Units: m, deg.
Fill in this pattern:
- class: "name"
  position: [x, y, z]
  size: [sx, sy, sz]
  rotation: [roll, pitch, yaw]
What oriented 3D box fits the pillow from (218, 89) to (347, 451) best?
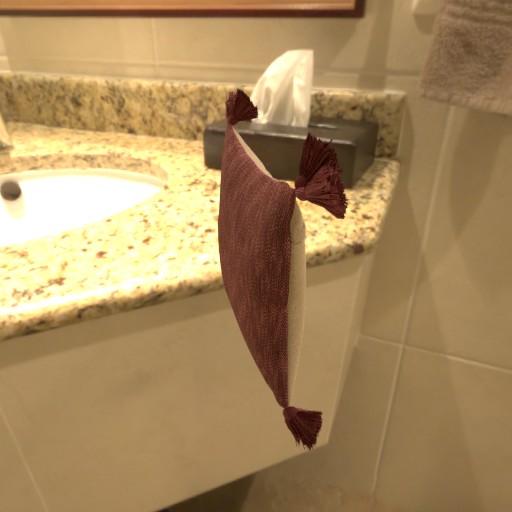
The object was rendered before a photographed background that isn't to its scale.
- class: "pillow"
  position: [0.000, 0.000, 1.003]
  size: [0.138, 0.659, 0.641]
  rotation: [-8, 31, -14]
